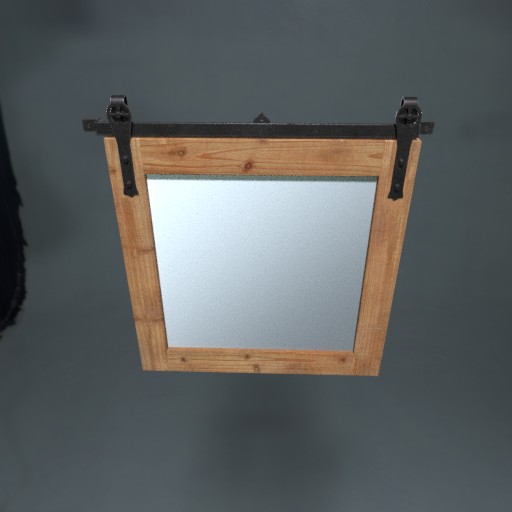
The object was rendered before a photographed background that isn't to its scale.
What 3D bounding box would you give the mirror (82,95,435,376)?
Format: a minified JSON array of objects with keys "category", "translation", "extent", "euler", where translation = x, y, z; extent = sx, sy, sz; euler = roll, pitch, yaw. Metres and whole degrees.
[{"category":"mirror","translation":[0.000,0.000,1.159],"extent":[0.805,0.800,0.054],"euler":[1,30,2]}]
